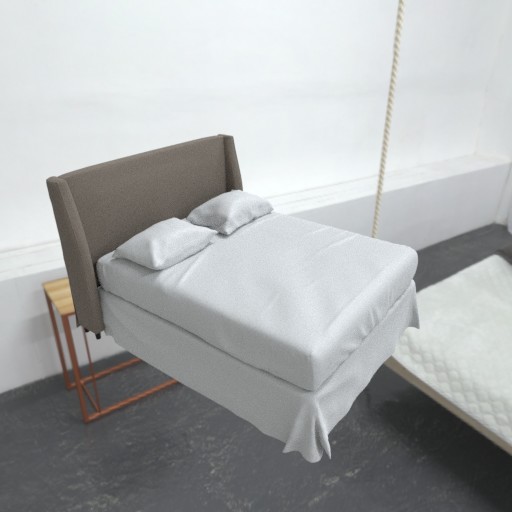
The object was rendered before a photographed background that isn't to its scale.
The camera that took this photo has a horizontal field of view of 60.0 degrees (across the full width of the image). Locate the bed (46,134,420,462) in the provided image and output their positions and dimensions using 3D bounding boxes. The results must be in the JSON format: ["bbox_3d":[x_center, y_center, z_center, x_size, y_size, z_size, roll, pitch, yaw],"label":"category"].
[{"bbox_3d":[0.000,0.000,3.448,2.276,1.332,1.925,19,32,32],"label":"bed"}]
